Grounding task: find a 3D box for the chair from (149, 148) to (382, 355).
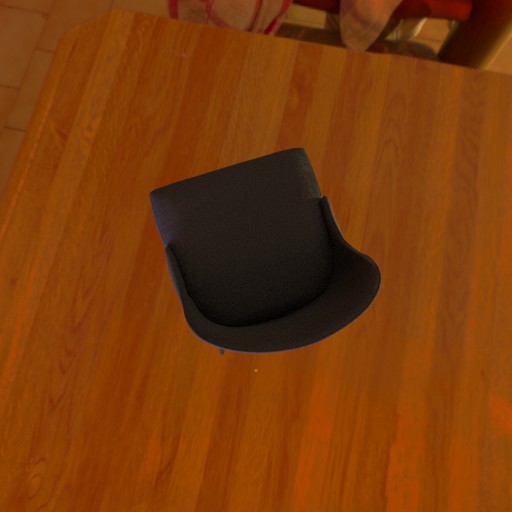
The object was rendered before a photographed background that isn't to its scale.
[{"bbox_3d":[0.000,0.000,1.218,0.478,0.896,0.559,-18,76,-4],"label":"chair"}]
